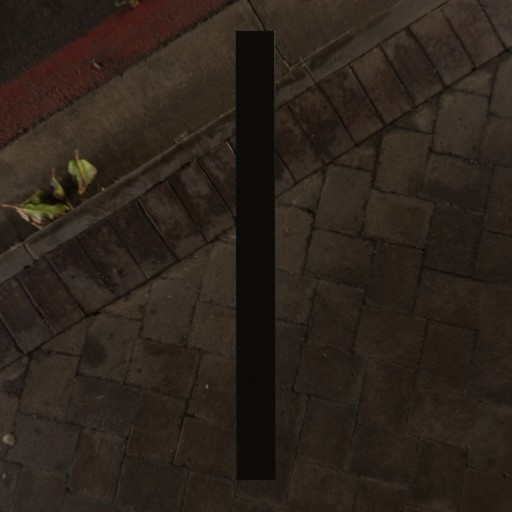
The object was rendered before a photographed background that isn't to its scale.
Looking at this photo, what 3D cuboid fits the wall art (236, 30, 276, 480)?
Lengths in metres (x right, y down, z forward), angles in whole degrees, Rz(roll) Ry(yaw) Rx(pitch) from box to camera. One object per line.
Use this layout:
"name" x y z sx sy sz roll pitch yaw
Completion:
"wall art" 0.000 0.000 0.481 0.029 0.318 0.327 0 90 0
